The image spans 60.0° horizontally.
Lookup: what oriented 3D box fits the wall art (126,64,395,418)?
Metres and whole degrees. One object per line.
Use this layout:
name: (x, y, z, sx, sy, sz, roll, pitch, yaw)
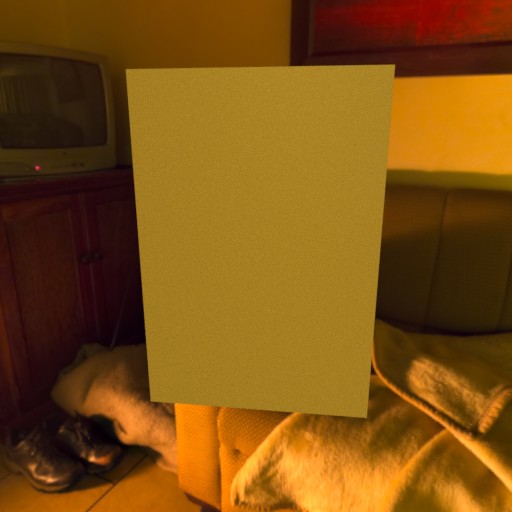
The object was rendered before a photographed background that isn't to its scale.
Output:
wall art: (0.000, 0.000, 0.601, 0.325, 0.474, 0.010, 2, 16, 7)
